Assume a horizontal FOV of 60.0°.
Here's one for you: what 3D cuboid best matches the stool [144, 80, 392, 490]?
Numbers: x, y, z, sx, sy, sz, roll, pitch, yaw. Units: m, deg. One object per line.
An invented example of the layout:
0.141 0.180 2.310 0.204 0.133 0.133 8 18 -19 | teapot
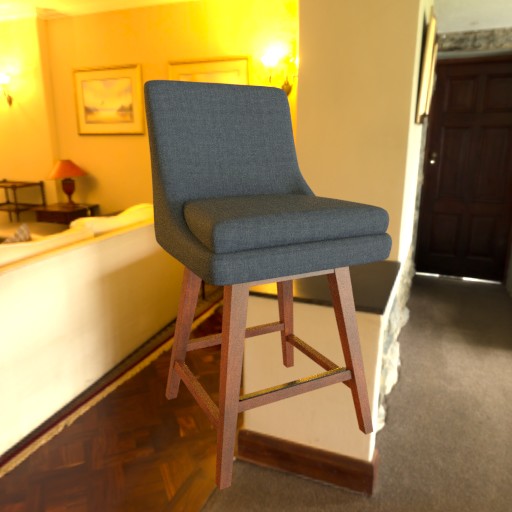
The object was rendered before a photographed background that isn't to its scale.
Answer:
0.000 0.000 1.158 0.467 0.895 0.524 -7 16 -26 | stool
